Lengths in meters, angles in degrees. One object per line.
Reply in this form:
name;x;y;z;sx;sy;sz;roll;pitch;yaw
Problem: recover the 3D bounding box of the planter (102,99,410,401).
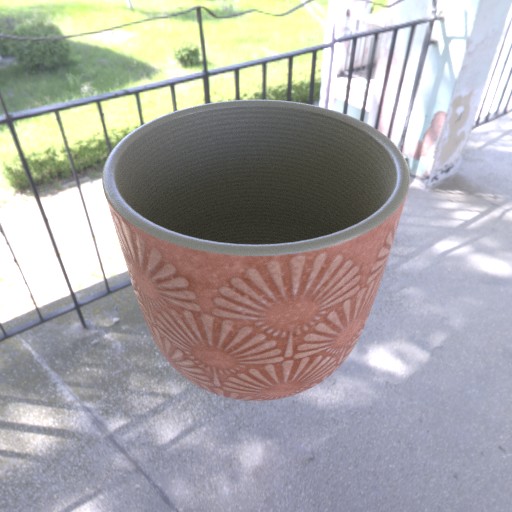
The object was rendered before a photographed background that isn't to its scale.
planter;0.000;0.000;0.218;0.124;0.109;0.124;0;41;0
